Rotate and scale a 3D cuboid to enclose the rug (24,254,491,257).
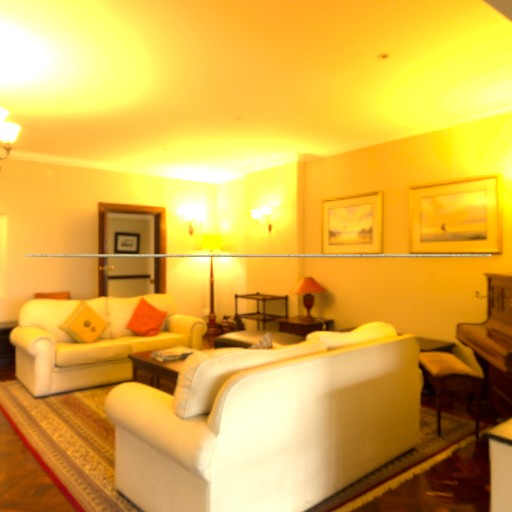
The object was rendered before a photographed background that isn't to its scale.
[{"bbox_3d":[0.000,0.000,2.702,2.452,0.012,0.775,0,0,2],"label":"rug"}]
